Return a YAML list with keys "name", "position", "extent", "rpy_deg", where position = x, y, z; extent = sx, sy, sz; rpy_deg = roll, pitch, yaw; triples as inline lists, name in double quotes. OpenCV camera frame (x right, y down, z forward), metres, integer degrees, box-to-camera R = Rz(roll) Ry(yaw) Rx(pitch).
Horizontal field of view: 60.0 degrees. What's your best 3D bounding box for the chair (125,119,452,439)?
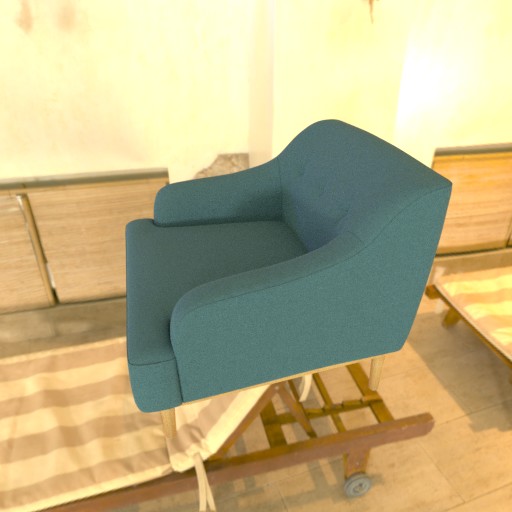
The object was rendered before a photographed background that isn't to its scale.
- name: "chair"
  position: [0.000, 0.000, 1.645]
  extent: [0.951, 0.818, 0.946]
  rpy_deg: [-7, 31, -13]
